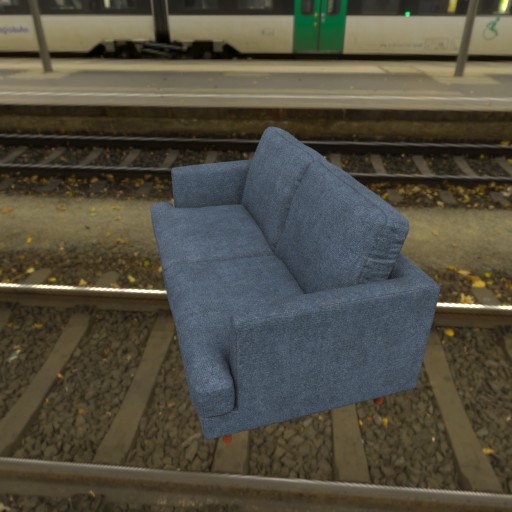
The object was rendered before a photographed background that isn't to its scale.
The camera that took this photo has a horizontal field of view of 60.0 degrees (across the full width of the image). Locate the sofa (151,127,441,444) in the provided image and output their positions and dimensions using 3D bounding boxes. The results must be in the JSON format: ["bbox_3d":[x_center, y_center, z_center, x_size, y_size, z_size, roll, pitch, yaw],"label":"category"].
[{"bbox_3d":[0.000,0.000,2.179,0.903,0.944,1.582,-9,31,-14],"label":"sofa"}]
